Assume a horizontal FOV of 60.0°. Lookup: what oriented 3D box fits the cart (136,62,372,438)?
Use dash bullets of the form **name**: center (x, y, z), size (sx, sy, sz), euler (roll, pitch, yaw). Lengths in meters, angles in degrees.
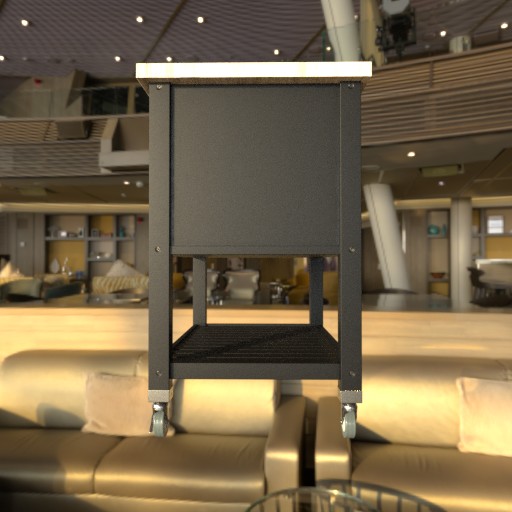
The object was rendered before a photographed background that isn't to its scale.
- **cart**: center (0.000, 0.000, 1.459), size (0.567, 0.920, 0.797), euler (0, -1, 1)
